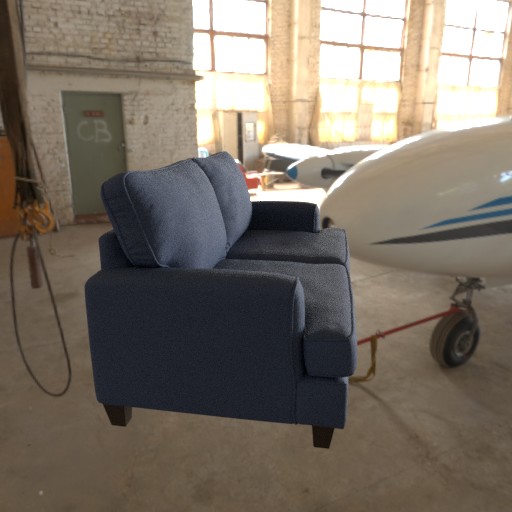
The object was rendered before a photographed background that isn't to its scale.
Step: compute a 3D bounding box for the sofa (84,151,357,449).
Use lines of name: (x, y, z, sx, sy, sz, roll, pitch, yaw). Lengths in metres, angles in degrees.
sofa: (0.000, 0.000, 2.237, 0.965, 0.965, 1.651, 3, 17, 9)
